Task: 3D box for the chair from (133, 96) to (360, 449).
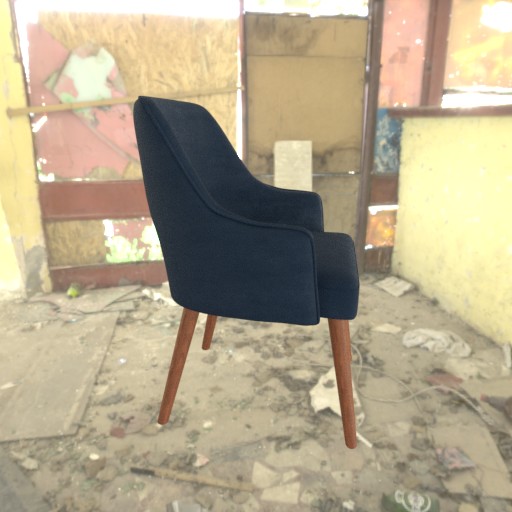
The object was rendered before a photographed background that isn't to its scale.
[{"bbox_3d":[0.000,0.000,1.244,0.591,0.844,0.559,3,17,10],"label":"chair"}]
